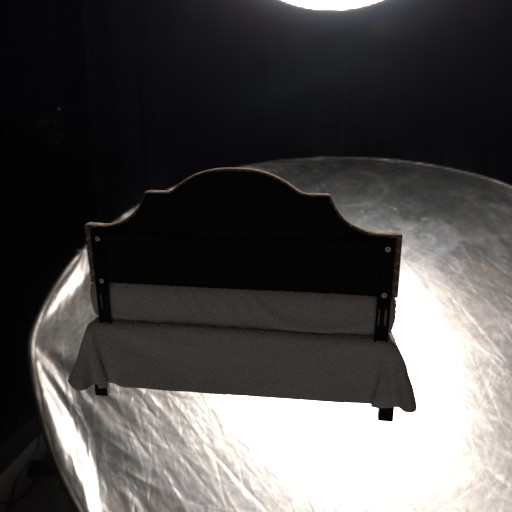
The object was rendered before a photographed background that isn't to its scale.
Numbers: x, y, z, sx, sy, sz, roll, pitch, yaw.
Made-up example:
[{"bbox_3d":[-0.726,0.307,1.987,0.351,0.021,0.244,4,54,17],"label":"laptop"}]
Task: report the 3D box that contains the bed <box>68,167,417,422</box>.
[{"bbox_3d":[0.000,0.000,3.720,2.314,1.601,2.222,2,16,8],"label":"bed"}]
